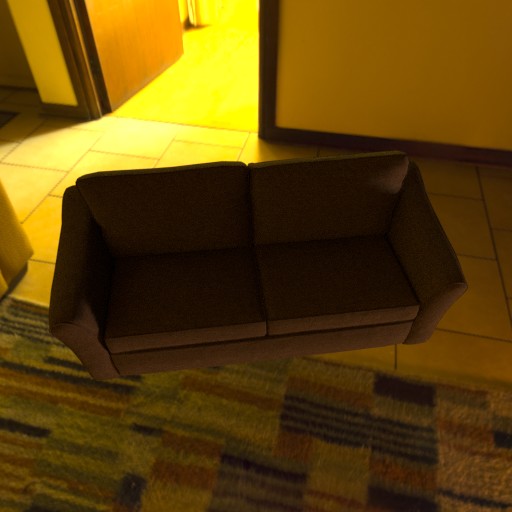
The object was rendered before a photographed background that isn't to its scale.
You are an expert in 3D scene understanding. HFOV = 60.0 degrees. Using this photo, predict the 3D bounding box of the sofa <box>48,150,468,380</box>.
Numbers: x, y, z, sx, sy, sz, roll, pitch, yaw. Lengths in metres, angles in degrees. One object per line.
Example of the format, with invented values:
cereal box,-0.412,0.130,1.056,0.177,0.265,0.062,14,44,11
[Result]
sofa,0.000,0.000,2.689,2.270,0.950,0.971,-5,45,-5
